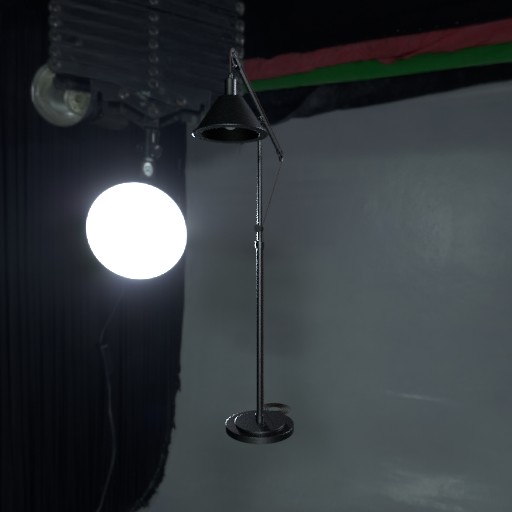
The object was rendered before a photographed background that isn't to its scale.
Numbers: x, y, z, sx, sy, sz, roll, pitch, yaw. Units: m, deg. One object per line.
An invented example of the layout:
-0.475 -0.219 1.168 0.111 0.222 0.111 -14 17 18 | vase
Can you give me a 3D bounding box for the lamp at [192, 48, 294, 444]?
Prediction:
0.000 0.000 2.003 0.319 1.626 0.904 1 2 19 | lamp
